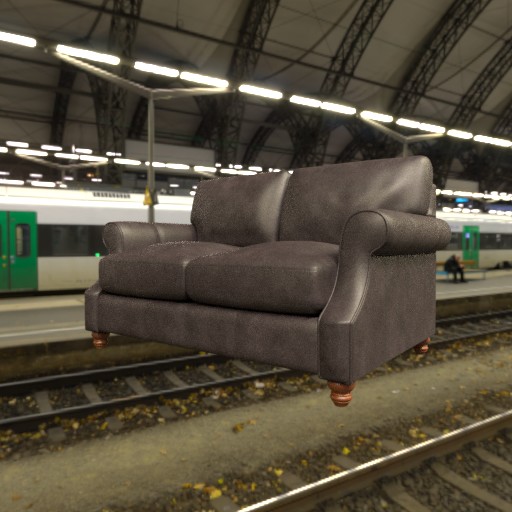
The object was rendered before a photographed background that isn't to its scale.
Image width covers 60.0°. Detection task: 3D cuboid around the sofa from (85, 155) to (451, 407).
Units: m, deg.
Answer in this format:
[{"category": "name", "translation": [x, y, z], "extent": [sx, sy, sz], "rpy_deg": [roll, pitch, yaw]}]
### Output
[{"category": "sofa", "translation": [0.000, 0.000, 2.281], "extent": [1.663, 0.979, 1.030], "rpy_deg": [1, 2, 37]}]
